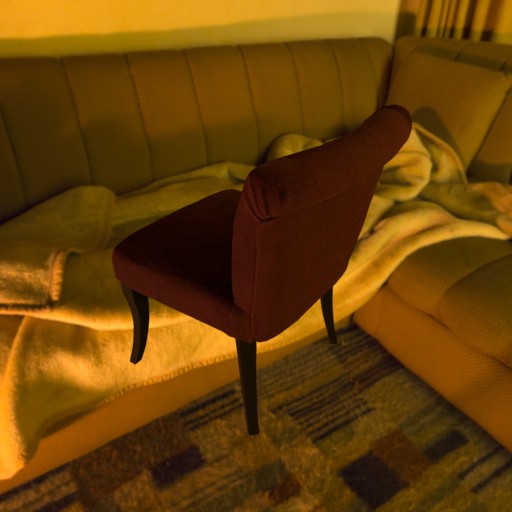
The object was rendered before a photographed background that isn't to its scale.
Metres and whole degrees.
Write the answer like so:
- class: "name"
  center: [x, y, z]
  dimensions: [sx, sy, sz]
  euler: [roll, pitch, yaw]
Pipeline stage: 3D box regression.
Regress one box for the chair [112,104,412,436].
- class: "chair"
  center: [0.000, 0.000, 1.182]
  dimensions: [0.605, 0.750, 0.582]
  euler: [21, 38, 31]
